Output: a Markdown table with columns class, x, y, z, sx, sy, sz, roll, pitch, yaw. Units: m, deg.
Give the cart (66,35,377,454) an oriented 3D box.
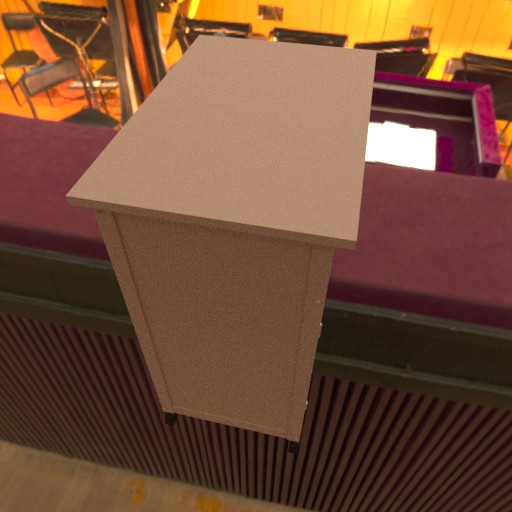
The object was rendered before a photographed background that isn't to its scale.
| class | x | y | z | sx | sy | sz | roll | pitch | yaw |
| --- | --- | --- | --- | --- | --- | --- | --- | --- | --- |
| cart | 0.000 | 0.000 | 1.187 | 0.442 | 0.864 | 0.683 | 9 | 47 | 9 |
